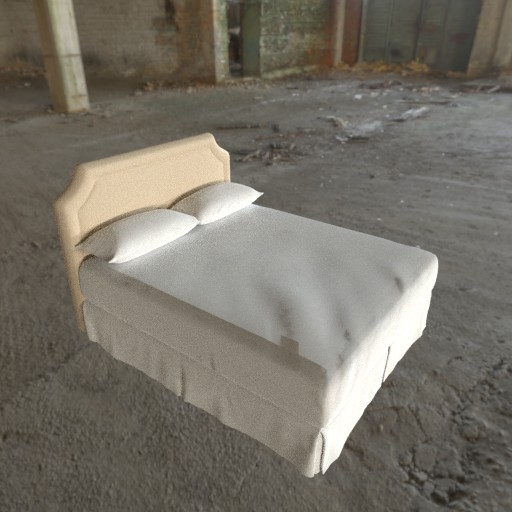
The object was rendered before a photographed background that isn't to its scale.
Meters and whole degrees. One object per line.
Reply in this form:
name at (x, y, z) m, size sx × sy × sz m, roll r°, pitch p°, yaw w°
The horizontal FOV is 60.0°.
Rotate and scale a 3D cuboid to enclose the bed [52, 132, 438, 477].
bed at (0.000, 0.000, 3.790) m, size 2.548 × 1.524 × 2.134 m, roll 19°, pitch 33°, yaw 32°
